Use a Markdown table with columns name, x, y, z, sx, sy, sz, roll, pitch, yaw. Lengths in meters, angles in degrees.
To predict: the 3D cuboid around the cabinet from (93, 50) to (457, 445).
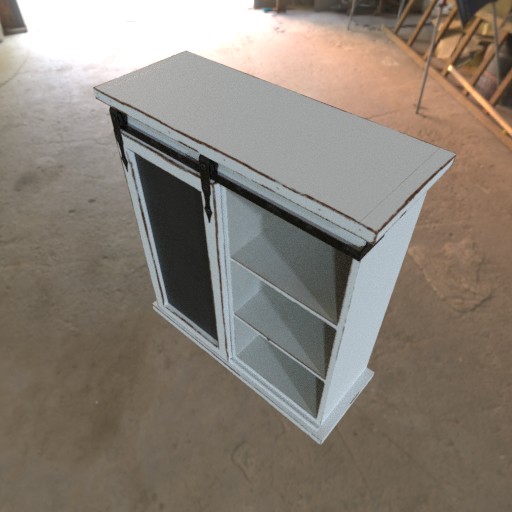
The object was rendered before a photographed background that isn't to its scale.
| name | x | y | z | sx | sy | sz | roll | pitch | yaw |
| --- | --- | --- | --- | --- | --- | --- | --- | --- | --- |
| cabinet | 0.000 | 0.000 | 0.886 | 0.541 | 0.603 | 0.210 | 32 | 54 | 27 |
